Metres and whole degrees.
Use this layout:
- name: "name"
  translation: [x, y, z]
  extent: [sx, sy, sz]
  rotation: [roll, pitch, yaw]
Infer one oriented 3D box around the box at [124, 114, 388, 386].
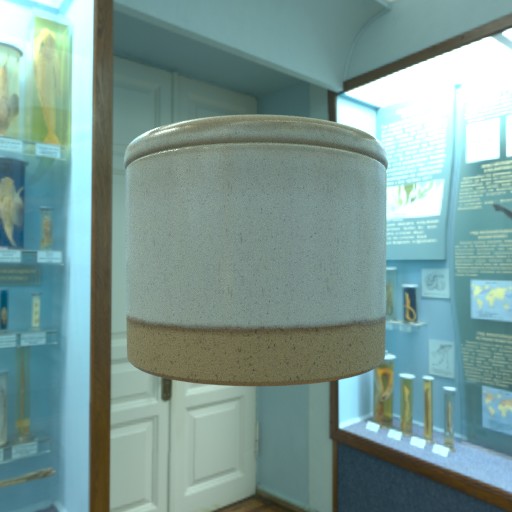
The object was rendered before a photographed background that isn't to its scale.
- name: "box"
  translation: [0.000, 0.000, 0.268]
  extent: [0.154, 0.123, 0.154]
  rotation: [0, -2, 0]
